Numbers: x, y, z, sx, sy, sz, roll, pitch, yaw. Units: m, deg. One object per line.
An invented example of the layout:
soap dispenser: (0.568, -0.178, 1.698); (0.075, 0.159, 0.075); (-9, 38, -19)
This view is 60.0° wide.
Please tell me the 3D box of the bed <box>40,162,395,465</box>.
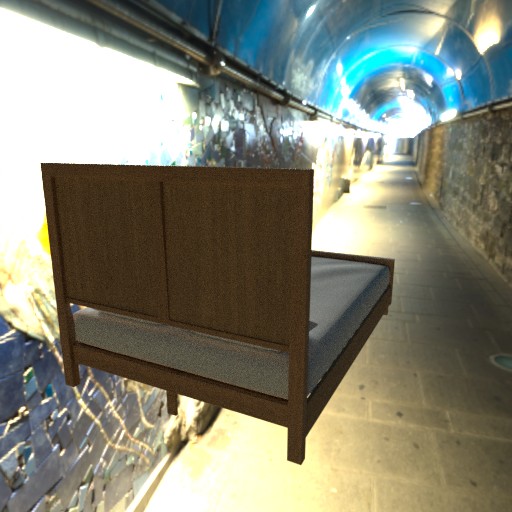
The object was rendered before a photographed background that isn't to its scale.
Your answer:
bed: (0.000, 0.000, 3.242); (1.606, 1.387, 2.184); (7, 16, 26)
